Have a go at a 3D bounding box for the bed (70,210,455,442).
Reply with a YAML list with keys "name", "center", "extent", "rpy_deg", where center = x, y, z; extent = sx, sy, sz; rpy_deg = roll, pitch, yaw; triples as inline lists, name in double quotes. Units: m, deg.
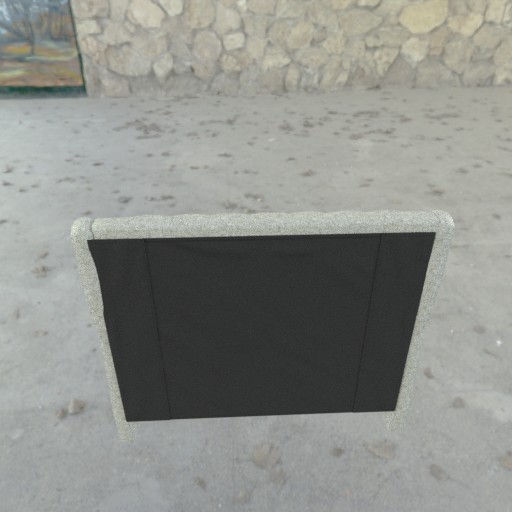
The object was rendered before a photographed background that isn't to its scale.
- name: "bed"
  center: [0.000, 0.000, 3.876]
  extent: [2.219, 1.771, 2.347]
  rpy_deg: [-1, 30, -2]
